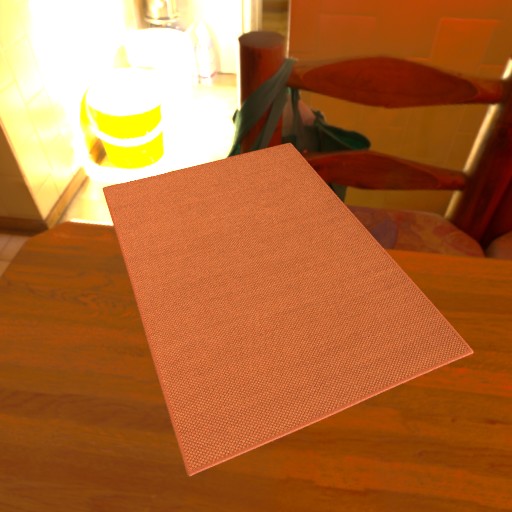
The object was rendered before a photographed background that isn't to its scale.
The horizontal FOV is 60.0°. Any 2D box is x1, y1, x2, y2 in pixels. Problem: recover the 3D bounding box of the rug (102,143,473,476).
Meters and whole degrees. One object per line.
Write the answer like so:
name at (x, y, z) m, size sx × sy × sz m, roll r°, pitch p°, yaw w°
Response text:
rug at (0.000, 0.000, 2.734) m, size 1.524 × 0.013 × 2.134 m, roll -17°, pitch 49°, yaw -16°
